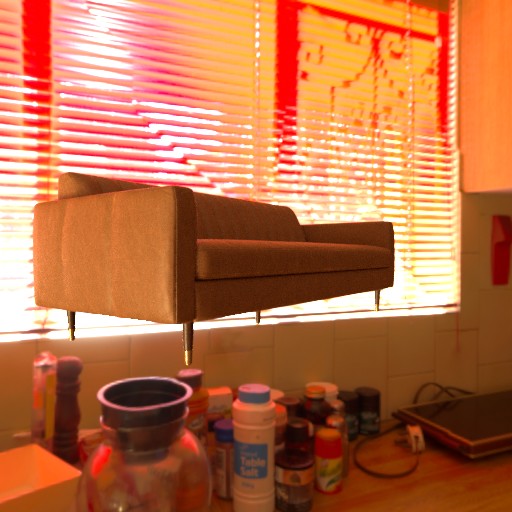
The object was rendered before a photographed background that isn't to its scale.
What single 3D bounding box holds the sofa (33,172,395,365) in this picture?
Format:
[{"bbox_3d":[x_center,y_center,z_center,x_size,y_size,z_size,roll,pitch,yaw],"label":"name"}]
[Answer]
[{"bbox_3d":[0.000,0.000,2.692,0.990,0.821,2.291,0,0,37],"label":"sofa"}]
